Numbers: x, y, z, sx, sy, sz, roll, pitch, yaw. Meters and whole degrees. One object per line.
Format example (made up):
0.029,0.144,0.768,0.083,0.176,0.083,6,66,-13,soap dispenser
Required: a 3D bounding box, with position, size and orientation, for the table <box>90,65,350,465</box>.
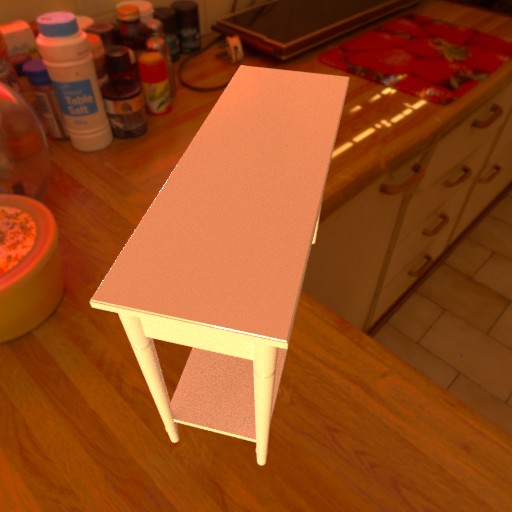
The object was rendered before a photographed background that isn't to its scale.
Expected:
0.000,0.000,1.429,0.381,0.749,1.067,10,47,10,table
